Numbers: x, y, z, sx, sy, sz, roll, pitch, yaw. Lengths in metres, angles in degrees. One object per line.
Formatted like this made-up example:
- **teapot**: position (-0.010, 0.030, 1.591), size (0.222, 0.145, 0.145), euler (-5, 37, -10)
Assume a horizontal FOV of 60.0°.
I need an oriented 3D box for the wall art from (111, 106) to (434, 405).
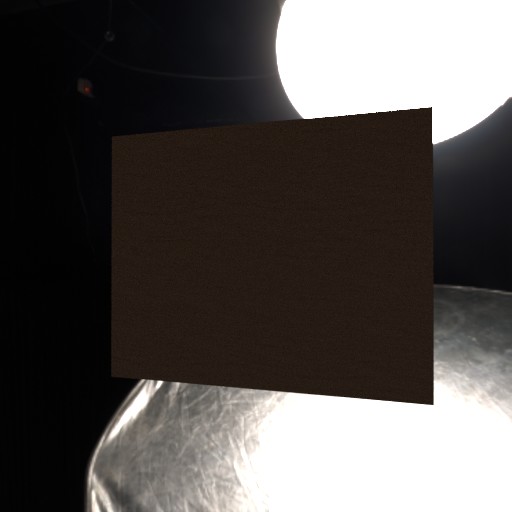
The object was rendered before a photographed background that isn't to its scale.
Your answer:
- **wall art**: position (0.000, 0.000, 0.682), size (0.508, 0.406, 0.013), euler (0, 0, 17)
